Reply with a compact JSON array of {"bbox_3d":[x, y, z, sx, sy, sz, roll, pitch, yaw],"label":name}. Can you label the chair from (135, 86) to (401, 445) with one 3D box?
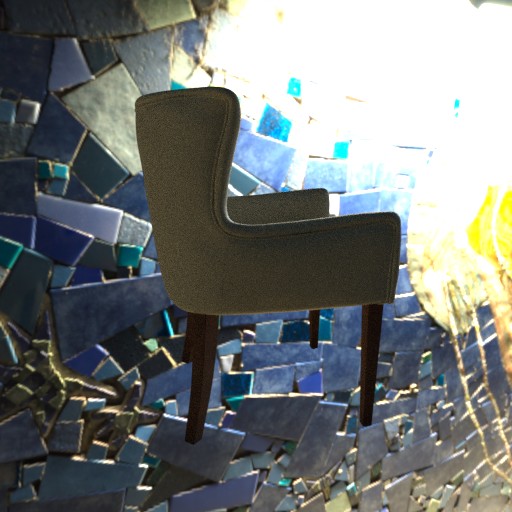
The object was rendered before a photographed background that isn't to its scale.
[{"bbox_3d":[0.000,0.000,1.411,0.686,0.952,0.660,-3,15,-10],"label":"chair"}]
